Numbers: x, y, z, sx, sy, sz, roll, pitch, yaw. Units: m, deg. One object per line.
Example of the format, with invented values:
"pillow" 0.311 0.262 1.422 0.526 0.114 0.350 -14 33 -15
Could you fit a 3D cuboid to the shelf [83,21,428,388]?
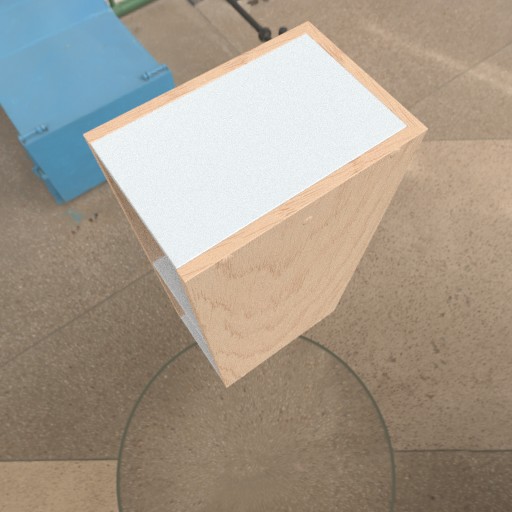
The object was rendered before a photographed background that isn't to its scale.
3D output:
"shelf" 0.000 0.000 0.721 0.290 0.600 0.200 -33 69 -14
